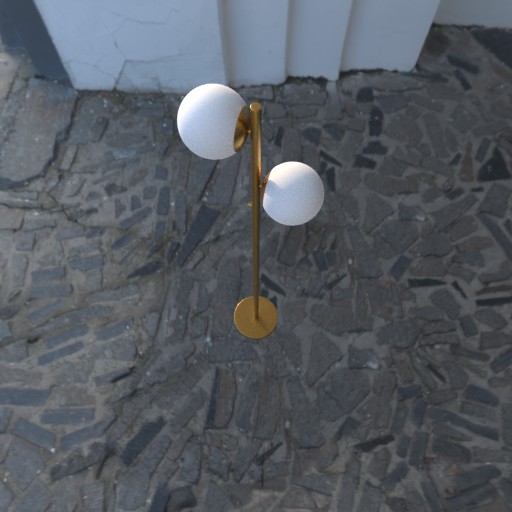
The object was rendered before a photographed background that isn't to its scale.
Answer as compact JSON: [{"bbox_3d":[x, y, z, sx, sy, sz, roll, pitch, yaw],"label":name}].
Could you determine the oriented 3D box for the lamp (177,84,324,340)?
[{"bbox_3d":[0.000,0.000,1.795,0.419,1.641,0.249,16,65,8],"label":"lamp"}]
